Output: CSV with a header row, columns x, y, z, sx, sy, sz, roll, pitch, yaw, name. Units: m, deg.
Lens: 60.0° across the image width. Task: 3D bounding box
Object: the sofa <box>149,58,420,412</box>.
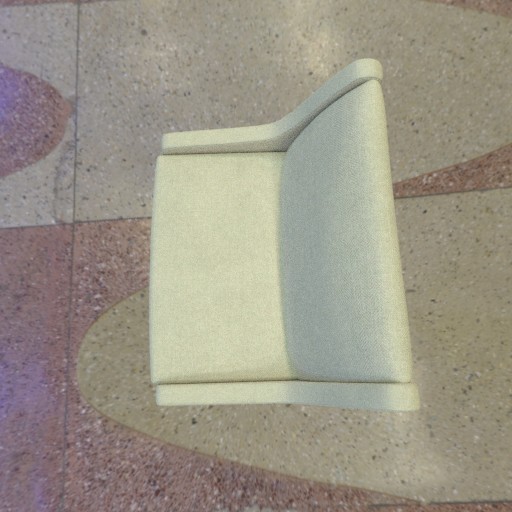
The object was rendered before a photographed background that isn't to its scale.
x,y,z,sx,sy,sz,roll,pitch,yaw,name
0.000,0.000,1.897,0.946,0.976,1.212,-2,76,0,sofa
